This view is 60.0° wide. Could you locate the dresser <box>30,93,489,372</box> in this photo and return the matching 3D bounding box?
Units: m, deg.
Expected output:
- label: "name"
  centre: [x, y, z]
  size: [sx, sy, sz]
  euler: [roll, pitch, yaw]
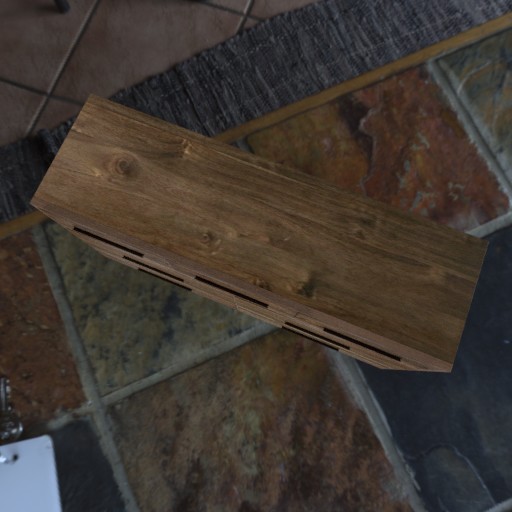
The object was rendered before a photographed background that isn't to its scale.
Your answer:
- label: "dresser"
  centre: [0.000, 0.000, 1.829]
  size: [1.400, 0.873, 0.446]
  euler: [21, 77, 5]
